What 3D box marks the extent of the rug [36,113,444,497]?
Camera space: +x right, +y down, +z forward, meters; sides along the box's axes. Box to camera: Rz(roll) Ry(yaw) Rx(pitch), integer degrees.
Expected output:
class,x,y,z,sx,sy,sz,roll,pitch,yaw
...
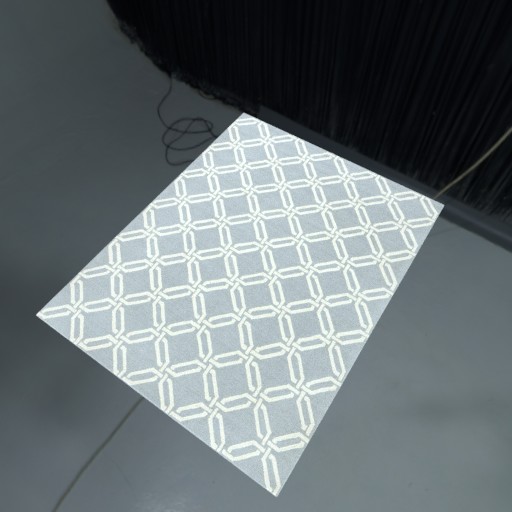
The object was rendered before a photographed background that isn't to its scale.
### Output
class,x,y,z,sx,sy,sz,roll,pitch,yaw
rug,0.000,0.000,3.837,2.288,0.018,2.895,30,62,17
